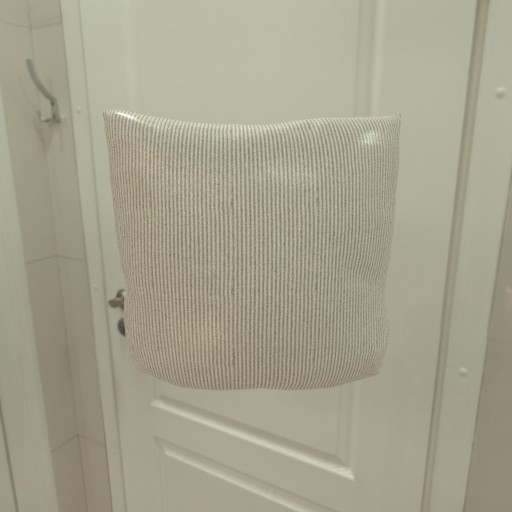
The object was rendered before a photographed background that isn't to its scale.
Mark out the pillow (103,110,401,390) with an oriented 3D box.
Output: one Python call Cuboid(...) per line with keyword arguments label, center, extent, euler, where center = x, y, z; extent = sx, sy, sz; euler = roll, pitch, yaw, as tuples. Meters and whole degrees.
Cuboid(label="pillow", center=(0.000, 0.000, 0.689), extent=(0.387, 0.432, 0.310), euler=(8, 17, 29))
